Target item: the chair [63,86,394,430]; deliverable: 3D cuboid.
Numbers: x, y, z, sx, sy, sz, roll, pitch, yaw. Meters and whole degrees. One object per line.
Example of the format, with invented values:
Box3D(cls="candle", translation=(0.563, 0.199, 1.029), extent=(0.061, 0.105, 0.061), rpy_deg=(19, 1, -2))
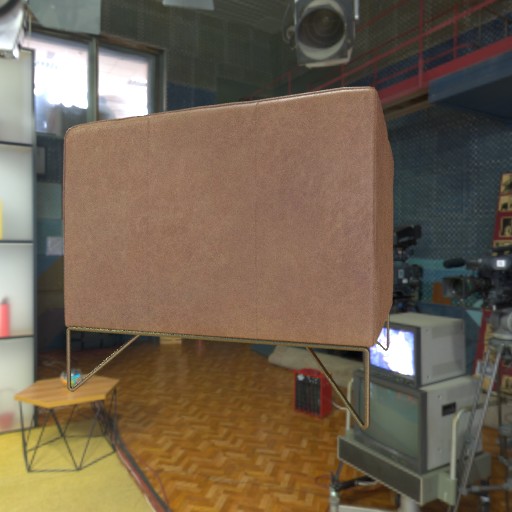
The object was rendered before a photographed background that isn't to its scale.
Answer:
Box3D(cls="chair", translation=(0.000, 0.000, 1.576), extent=(0.912, 0.797, 0.920), rpy_deg=(0, 0, 20))
